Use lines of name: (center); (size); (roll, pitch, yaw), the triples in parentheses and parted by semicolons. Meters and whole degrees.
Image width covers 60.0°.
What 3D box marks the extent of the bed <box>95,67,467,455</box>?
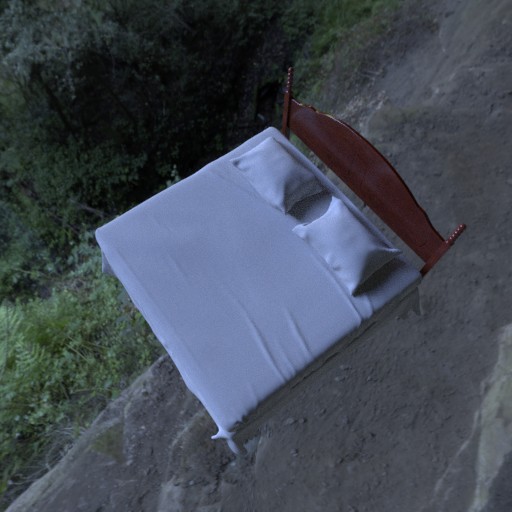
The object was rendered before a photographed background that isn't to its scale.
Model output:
bed: (0.000, 0.000, 3.657); (2.219, 1.355, 2.322); (-34, 69, -15)
